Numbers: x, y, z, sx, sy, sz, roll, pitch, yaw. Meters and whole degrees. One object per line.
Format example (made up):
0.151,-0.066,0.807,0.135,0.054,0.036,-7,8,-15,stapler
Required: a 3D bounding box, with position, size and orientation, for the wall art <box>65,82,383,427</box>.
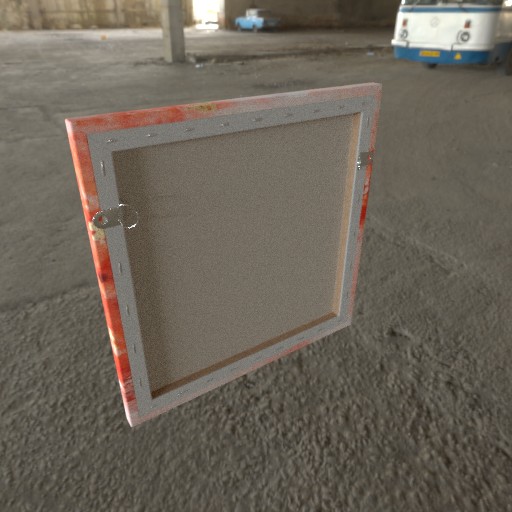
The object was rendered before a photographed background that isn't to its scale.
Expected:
0.000,0.000,1.100,0.747,0.746,0.064,-18,34,-29,wall art
